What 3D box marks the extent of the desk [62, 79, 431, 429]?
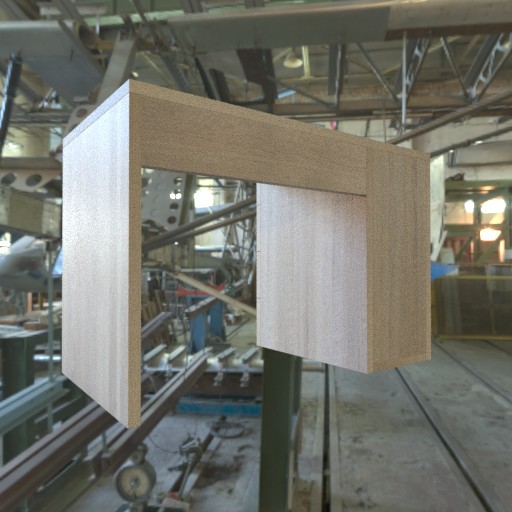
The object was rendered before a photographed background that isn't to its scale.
[{"bbox_3d":[0.000,0.000,1.492,1.100,0.731,0.600,0,-1,-36],"label":"desk"}]
